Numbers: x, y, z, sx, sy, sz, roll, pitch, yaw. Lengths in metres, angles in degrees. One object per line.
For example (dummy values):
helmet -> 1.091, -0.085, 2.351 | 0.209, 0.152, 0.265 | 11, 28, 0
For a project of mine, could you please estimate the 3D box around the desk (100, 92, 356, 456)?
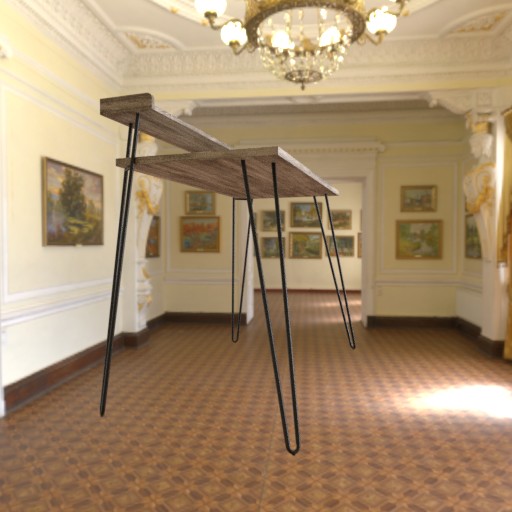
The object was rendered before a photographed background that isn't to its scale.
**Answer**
desk -> 0.000, 0.000, 1.644 | 0.605, 0.899, 1.135 | 0, 1, 19
